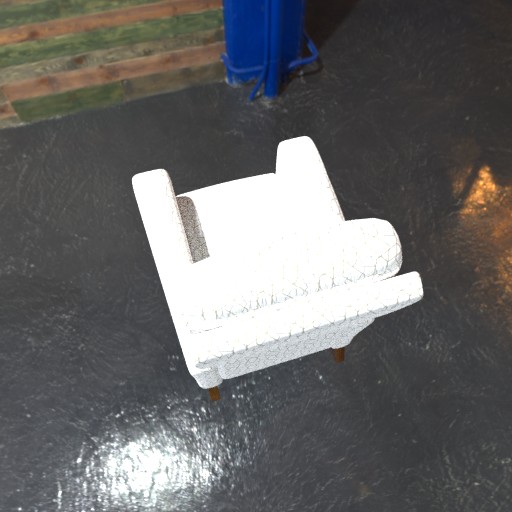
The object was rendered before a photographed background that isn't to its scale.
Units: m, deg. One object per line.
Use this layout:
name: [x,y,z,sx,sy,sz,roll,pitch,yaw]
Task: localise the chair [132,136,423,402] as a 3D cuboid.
chair: [0.000,0.000,1.737,0.796,1.064,0.995,-15,60,-9]
